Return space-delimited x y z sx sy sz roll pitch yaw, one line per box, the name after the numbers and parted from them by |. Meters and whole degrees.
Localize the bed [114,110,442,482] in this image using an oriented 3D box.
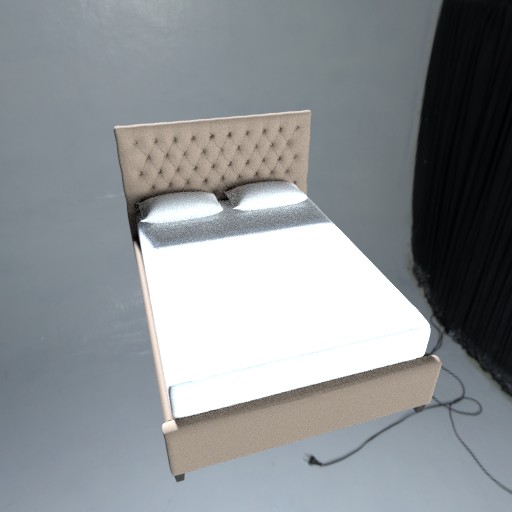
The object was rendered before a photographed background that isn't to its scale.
0.000 0.000 3.213 1.696 1.426 2.233 -10 34 -15 | bed
